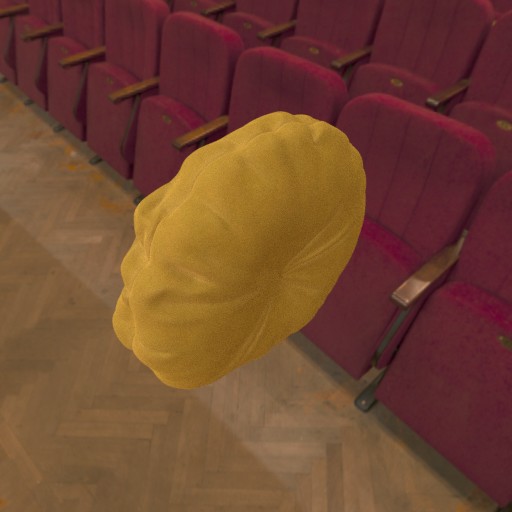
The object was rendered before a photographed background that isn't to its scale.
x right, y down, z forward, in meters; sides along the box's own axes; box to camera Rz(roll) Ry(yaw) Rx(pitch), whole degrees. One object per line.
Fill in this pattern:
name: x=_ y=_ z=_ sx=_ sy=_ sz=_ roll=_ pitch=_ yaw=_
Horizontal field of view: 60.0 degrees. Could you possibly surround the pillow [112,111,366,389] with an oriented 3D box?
pillow: x=0.000 y=0.000 z=0.638 sx=0.428 sy=0.407 sz=0.148 roll=-33 pitch=54 yaw=-27
